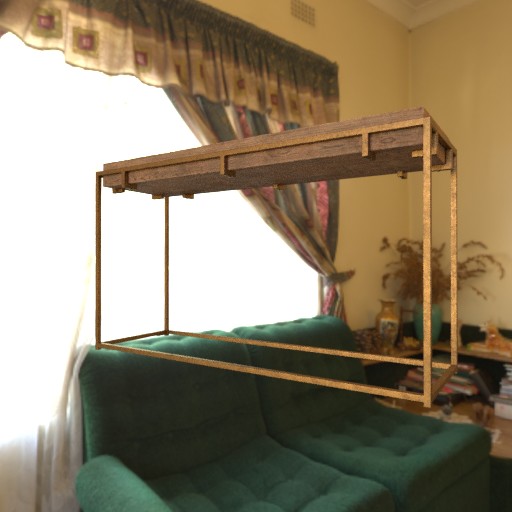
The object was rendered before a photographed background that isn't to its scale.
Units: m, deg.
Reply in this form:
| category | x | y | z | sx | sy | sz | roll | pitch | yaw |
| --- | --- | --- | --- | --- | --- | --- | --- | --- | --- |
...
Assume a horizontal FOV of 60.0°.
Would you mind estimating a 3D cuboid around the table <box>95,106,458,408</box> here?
| category | x | y | z | sx | sy | sz | roll | pitch | yaw |
| --- | --- | --- | --- | --- | --- | --- | --- | --- | --- |
| table | 0.000 | 0.000 | 1.753 | 1.400 | 0.820 | 0.440 | 0 | 0 | 33 |
